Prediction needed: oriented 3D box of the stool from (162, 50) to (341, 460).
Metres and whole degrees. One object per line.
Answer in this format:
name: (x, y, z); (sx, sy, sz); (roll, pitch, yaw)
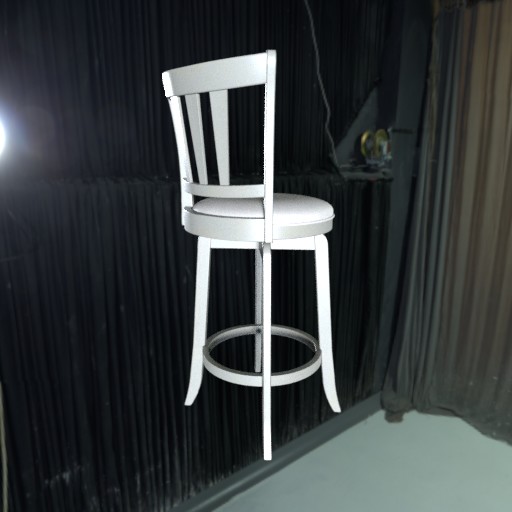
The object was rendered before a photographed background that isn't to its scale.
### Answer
stool: (0.000, 0.000, 1.328); (0.475, 1.042, 0.436); (-13, 19, -43)
